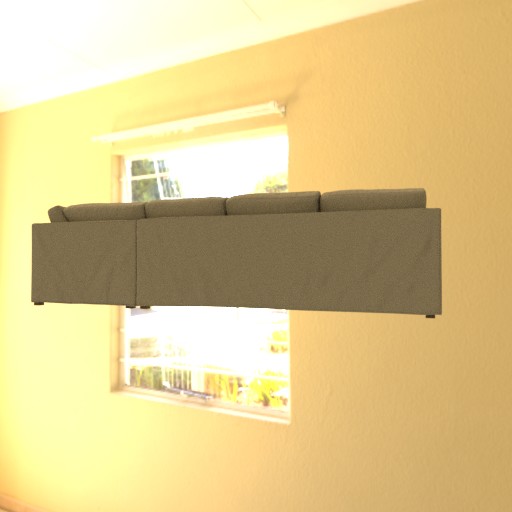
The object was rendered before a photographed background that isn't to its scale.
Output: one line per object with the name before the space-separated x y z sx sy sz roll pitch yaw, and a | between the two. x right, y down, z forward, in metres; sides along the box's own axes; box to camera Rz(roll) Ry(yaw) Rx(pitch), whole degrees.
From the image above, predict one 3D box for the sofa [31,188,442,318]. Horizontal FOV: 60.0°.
sofa | 0.000 0.000 4.343 3.182 0.871 2.432 0 -2 18
